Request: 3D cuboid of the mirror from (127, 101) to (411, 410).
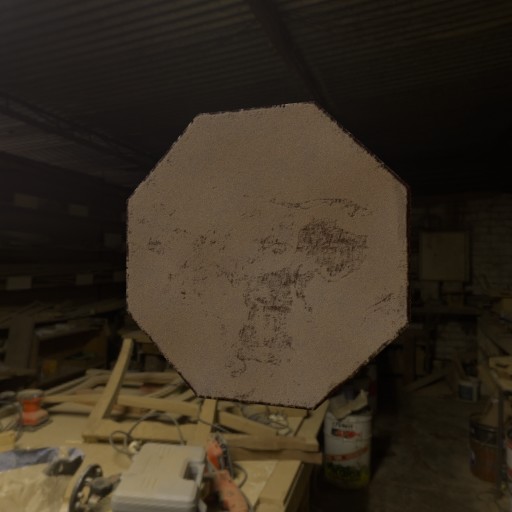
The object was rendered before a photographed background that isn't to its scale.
[{"bbox_3d":[0.000,0.000,0.983,0.648,0.648,0.031,0,0,18],"label":"mirror"}]
